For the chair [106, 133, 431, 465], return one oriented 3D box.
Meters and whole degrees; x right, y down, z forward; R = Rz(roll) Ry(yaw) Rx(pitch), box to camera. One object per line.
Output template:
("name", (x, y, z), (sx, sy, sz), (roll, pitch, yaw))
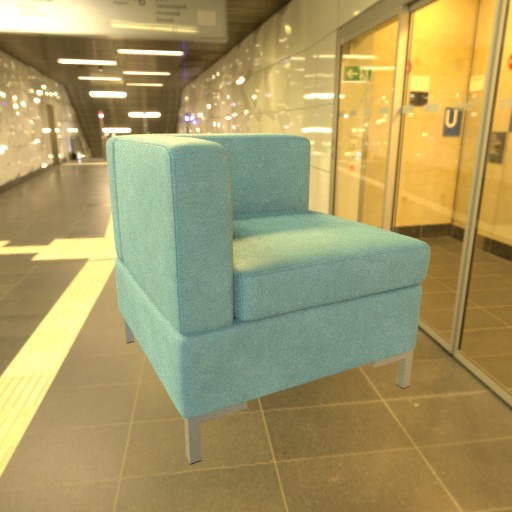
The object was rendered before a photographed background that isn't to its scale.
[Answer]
("chair", (0.000, 0.000, 1.249), (0.680, 0.660, 0.680), (-8, 18, -27))
